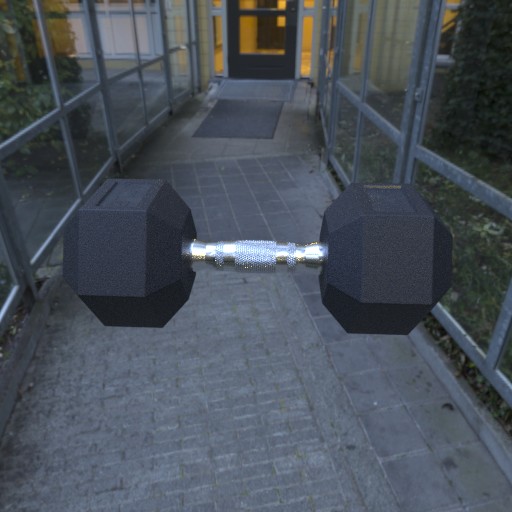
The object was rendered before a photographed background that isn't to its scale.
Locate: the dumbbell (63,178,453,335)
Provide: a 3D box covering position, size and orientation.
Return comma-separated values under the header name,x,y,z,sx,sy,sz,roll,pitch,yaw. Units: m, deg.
name,x,y,z,sx,sy,sz,roll,pitch,yaw
dumbbell,0.000,0.000,0.420,0.337,0.123,0.142,1,30,2
